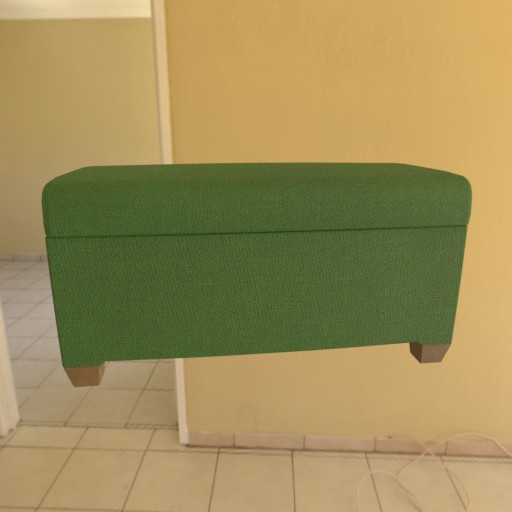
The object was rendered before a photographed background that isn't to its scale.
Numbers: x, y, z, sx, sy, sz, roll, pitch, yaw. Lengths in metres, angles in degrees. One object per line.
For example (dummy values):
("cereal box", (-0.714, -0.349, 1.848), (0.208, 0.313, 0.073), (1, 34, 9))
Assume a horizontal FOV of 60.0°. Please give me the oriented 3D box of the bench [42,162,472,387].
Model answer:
("bench", (0.000, 0.000, 1.244), (0.989, 0.501, 0.505), (-2, 16, -7))
